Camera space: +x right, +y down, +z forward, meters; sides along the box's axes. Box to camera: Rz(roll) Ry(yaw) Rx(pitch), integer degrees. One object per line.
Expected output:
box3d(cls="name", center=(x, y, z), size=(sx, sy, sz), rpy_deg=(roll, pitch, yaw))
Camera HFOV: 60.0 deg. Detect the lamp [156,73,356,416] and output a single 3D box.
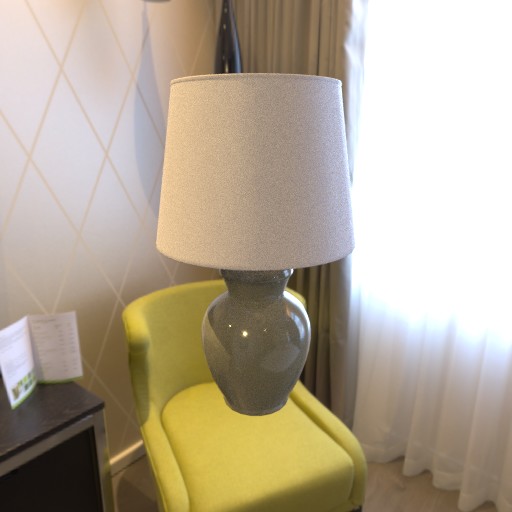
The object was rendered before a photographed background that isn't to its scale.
box3d(cls="lamp", center=(0.000, 0.000, 0.549), size=(0.239, 0.399, 0.239), rpy_deg=(0, 16, 0))
